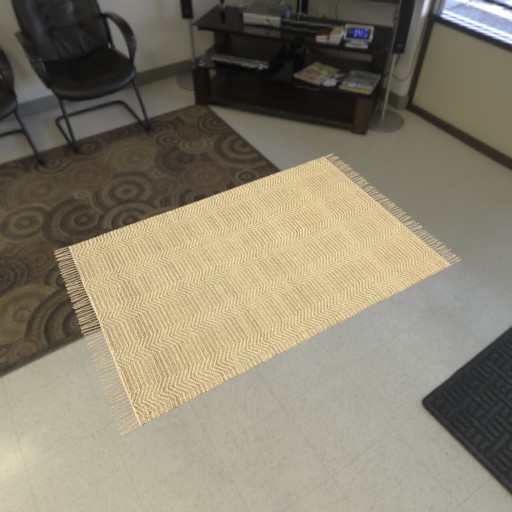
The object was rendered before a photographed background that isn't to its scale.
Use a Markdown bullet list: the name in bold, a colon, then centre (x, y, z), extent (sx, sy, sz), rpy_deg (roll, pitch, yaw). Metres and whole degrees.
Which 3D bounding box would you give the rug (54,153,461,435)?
- **rug**: centre (0.000, 0.000, 3.175), extent (2.523, 0.034, 1.528), rpy_deg (-23, 51, -20)
